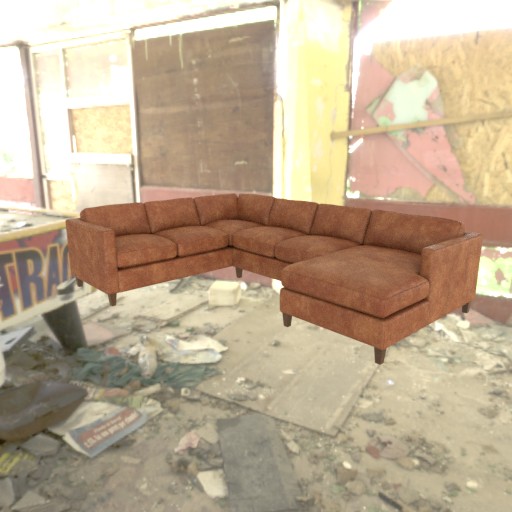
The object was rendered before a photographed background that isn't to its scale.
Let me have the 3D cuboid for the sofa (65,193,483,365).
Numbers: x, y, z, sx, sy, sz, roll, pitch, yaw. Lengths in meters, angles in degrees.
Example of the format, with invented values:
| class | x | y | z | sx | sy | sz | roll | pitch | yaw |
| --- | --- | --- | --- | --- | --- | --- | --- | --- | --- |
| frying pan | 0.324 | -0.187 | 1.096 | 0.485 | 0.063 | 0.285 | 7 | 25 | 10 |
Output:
| class | x | y | z | sx | sy | sz | roll | pitch | yaw |
| --- | --- | --- | --- | --- | --- | --- | --- | --- | --- |
| sofa | 0.000 | 0.000 | 4.384 | 2.452 | 0.888 | 3.324 | -13 | 19 | -41 |
